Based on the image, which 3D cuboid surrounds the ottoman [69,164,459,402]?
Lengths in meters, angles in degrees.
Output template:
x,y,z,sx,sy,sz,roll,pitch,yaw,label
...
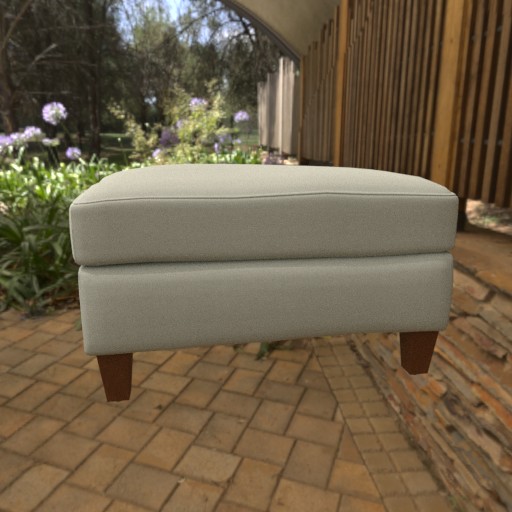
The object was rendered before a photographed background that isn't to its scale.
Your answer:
x,y,z,sx,sy,sz,roll,pitch,yaw,label
0.000,0.000,1.213,0.818,0.496,0.634,-2,14,-9,ottoman
